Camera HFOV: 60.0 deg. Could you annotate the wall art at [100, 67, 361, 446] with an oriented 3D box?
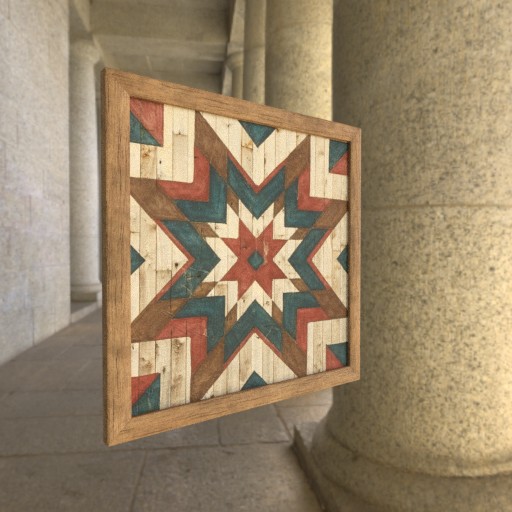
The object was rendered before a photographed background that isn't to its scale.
[{"bbox_3d":[0.000,0.000,1.022,0.695,0.691,0.029,-1,1,-36],"label":"wall art"}]
